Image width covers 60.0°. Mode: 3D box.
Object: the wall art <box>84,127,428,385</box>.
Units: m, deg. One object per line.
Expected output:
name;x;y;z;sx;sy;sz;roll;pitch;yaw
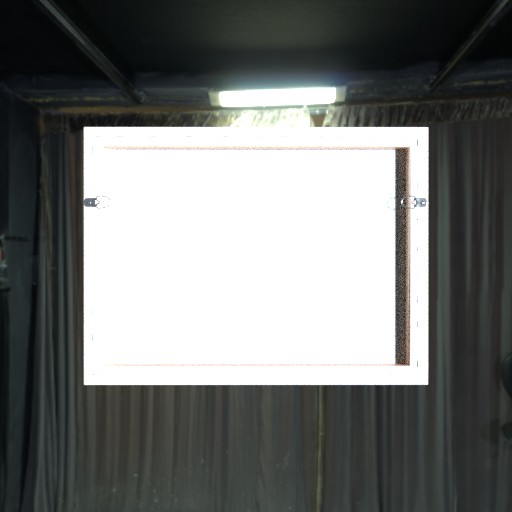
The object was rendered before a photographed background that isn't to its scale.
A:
wall art;0.000;0.000;1.583;1.219;0.912;0.042;0;0;0
